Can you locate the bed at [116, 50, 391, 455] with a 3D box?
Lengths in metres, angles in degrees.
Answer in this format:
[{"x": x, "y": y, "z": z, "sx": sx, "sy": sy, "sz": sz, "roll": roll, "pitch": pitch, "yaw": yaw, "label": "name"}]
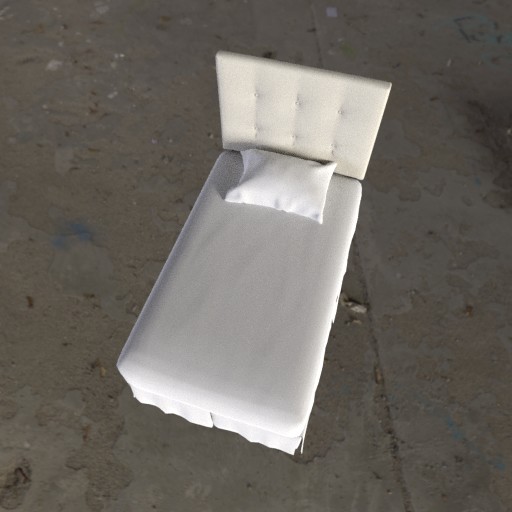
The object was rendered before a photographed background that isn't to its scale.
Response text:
[{"x": 0.000, "y": 0.000, "z": 2.957, "sx": 1.261, "sy": 1.571, "sz": 1.997, "roll": 15, "pitch": 59, "yaw": 9, "label": "bed"}]
